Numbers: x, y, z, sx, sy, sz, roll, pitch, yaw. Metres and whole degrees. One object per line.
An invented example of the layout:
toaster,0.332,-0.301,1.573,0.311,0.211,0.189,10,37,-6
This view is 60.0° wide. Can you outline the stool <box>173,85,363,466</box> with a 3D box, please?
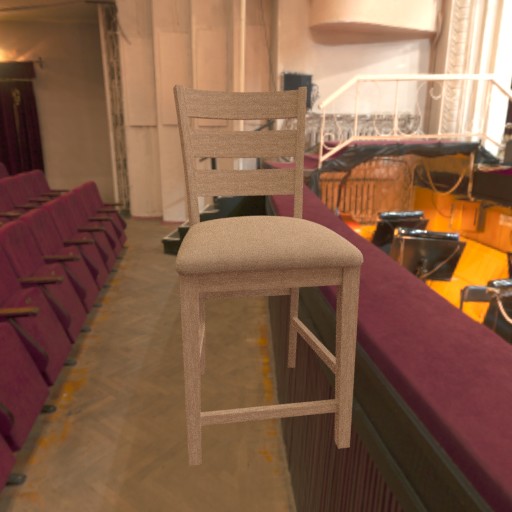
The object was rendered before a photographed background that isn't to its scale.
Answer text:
stool,0.000,0.000,1.375,0.484,1.032,0.569,-3,16,-9
